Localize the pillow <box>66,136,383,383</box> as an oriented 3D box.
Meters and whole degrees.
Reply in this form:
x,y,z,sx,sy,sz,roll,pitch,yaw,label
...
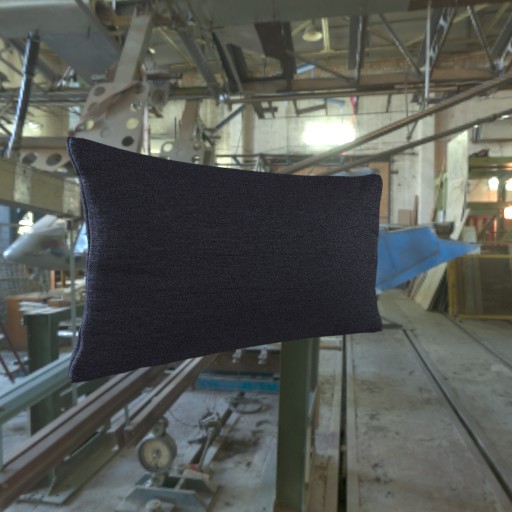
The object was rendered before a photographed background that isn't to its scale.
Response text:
x,y,z,sx,sy,sz,roll,pitch,yaw,label
0.000,0.000,0.785,0.633,0.338,0.210,-1,3,-34,pillow
